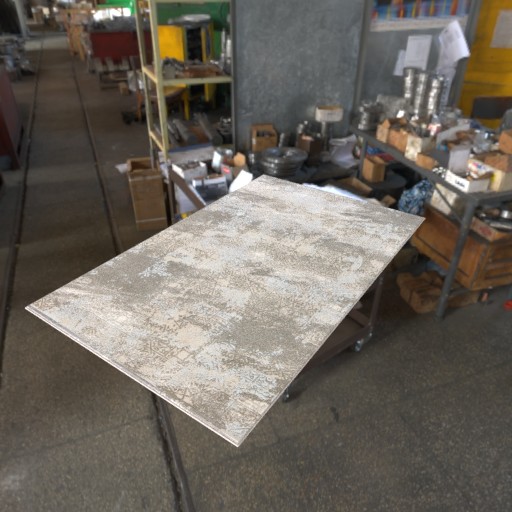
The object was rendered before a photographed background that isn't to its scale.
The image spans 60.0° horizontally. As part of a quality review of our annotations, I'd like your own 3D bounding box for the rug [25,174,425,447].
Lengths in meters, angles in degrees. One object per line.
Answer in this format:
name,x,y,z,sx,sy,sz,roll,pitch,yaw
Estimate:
rug,0.000,0.000,3.009,1.536,0.012,2.431,21,38,29
